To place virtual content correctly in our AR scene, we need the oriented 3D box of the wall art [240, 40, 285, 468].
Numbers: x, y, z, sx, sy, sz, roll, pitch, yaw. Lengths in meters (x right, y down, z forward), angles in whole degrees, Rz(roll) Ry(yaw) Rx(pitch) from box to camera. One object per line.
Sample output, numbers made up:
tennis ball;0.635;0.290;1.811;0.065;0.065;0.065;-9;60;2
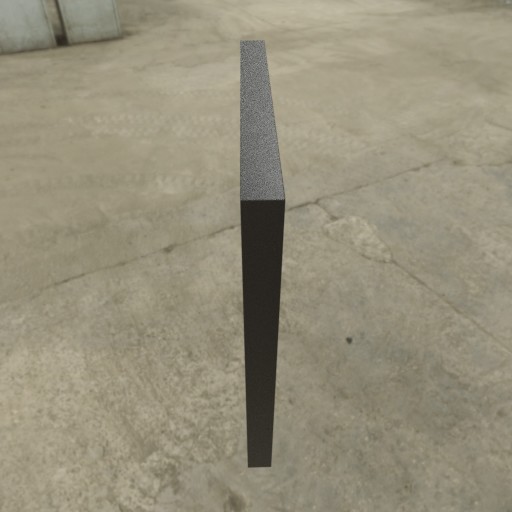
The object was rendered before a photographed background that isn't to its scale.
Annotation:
wall art;0.000;0.000;0.519;0.028;0.380;0.325;-1;42;-1
